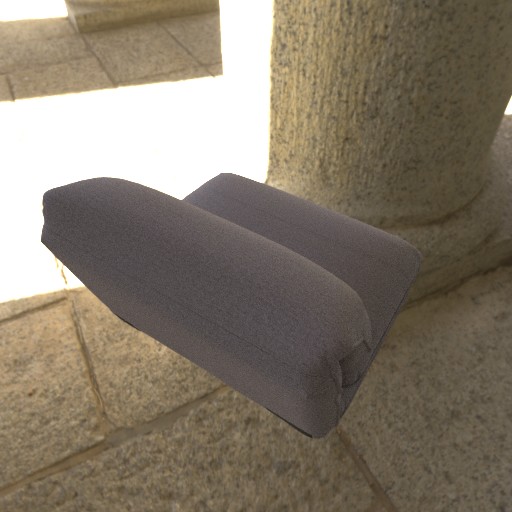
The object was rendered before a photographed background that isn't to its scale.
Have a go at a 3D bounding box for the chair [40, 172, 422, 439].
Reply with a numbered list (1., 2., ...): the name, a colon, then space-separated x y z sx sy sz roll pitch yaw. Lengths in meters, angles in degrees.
1. chair: 0.000 0.000 1.282 0.820 0.580 0.780 25 51 22
